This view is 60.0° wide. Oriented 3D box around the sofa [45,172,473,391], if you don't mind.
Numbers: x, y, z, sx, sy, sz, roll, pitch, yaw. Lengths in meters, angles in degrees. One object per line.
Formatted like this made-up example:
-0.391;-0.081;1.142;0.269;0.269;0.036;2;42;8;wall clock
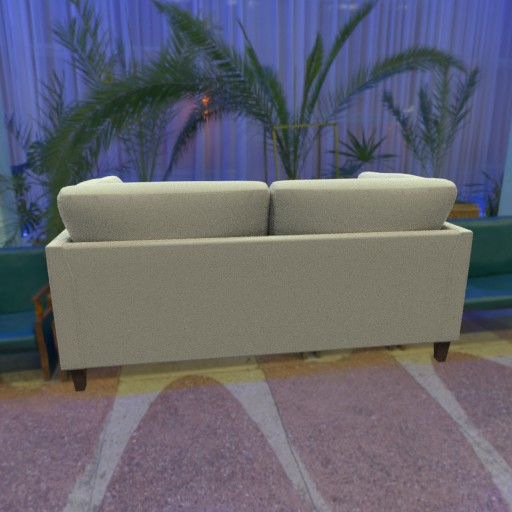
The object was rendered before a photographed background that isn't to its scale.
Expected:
0.000;0.000;2.269;1.776;0.836;0.970;-2;16;-8;sofa
